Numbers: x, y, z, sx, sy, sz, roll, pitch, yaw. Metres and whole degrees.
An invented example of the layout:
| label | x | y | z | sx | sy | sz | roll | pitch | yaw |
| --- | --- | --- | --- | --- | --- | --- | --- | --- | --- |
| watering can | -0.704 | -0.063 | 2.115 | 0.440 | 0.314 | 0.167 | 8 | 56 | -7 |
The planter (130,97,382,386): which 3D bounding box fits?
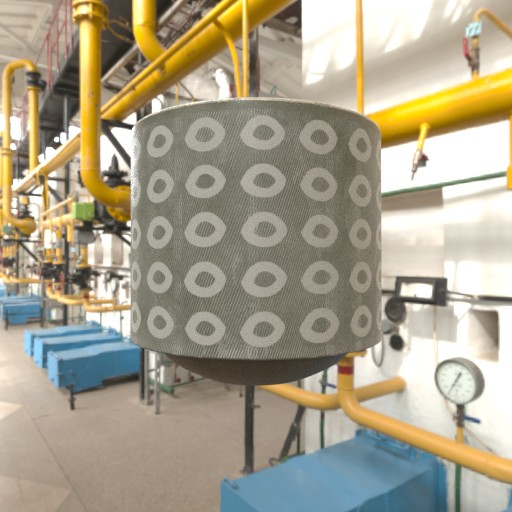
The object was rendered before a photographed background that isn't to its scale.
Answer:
| label | x | y | z | sx | sy | sz | roll | pitch | yaw |
| --- | --- | --- | --- | --- | --- | --- | --- | --- | --- |
| planter | 0.000 | 0.000 | 0.349 | 0.190 | 0.181 | 0.190 | 0 | -1 | 0 |
